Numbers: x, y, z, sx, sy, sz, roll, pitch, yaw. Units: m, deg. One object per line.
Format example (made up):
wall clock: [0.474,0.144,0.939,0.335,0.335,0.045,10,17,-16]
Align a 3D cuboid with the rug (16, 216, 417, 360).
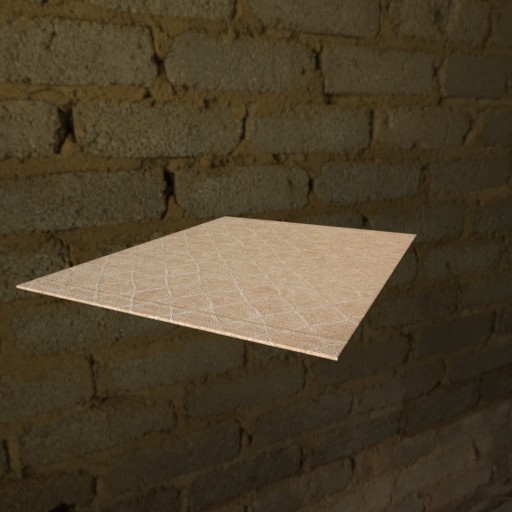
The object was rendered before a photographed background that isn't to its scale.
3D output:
rug: [0.000,0.000,4.042,2.420,0.019,3.039,8,18,25]
